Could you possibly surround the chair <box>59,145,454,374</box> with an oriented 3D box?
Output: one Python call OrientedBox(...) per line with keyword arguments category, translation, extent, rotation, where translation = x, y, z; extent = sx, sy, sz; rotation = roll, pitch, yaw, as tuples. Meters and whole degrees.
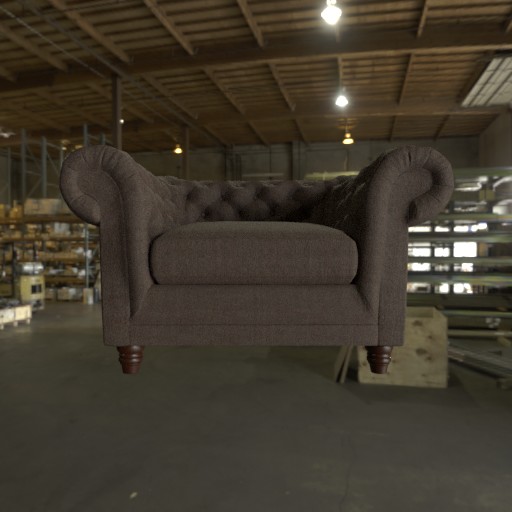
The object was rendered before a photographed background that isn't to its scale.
OrientedBox(category="chair", translation=(0.000, 0.000, 1.887), extent=(1.298, 0.780, 0.945), rotation=(0, 0, 0))
